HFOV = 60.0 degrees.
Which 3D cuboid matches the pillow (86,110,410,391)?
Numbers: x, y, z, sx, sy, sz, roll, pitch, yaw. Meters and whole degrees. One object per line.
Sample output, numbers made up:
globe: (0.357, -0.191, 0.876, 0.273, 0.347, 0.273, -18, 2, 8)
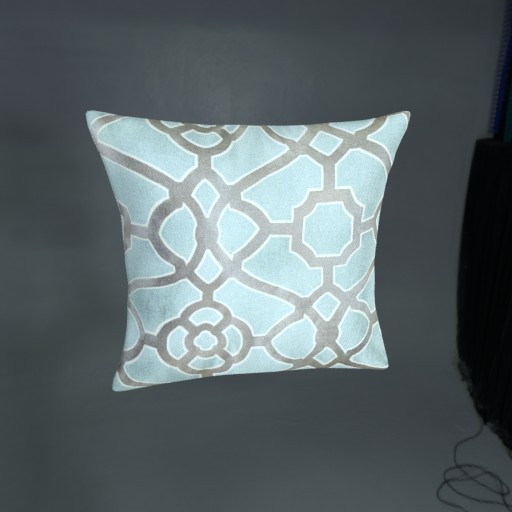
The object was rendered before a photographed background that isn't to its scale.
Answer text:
pillow: (0.000, 0.000, 0.814, 0.552, 0.508, 0.166, -2, 17, -8)
